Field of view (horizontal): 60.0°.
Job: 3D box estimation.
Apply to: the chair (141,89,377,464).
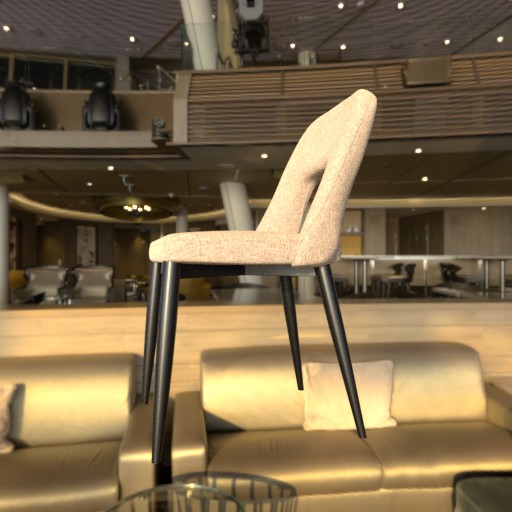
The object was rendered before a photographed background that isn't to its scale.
[{"bbox_3d":[0.000,0.000,1.266,0.612,0.931,0.470,0,0,-17],"label":"chair"}]
